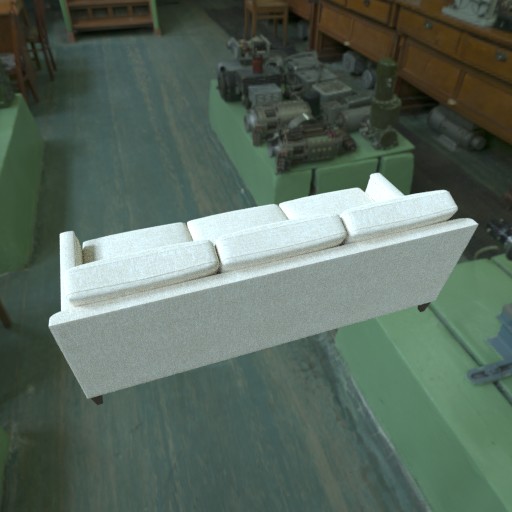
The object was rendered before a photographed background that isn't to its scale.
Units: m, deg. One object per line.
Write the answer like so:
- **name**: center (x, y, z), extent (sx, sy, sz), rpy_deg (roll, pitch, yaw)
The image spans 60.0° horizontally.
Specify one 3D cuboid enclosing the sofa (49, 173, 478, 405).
- **sofa**: center (0.000, 0.000, 2.722), extent (2.210, 0.940, 1.041), rpy_deg (-13, 42, -15)
